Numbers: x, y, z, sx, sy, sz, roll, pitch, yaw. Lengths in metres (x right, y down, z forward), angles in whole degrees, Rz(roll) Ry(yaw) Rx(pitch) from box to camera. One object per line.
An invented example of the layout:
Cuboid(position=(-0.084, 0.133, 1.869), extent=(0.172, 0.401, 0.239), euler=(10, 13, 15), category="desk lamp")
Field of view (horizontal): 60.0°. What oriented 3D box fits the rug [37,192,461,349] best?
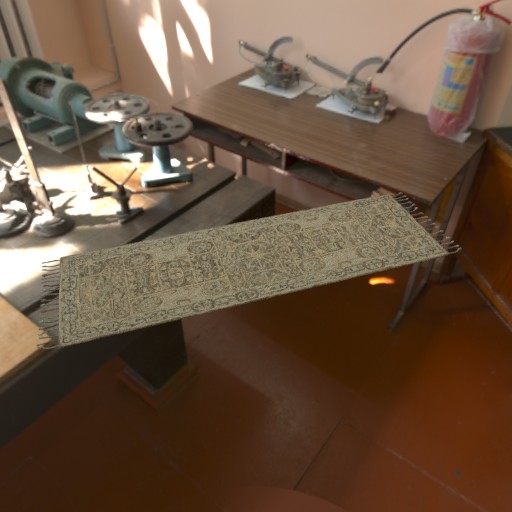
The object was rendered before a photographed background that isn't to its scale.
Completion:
Cuboid(position=(0.000, 0.000, 2.905), extent=(2.664, 0.011, 0.762), euler=(-12, 42, -14), category="rug")
